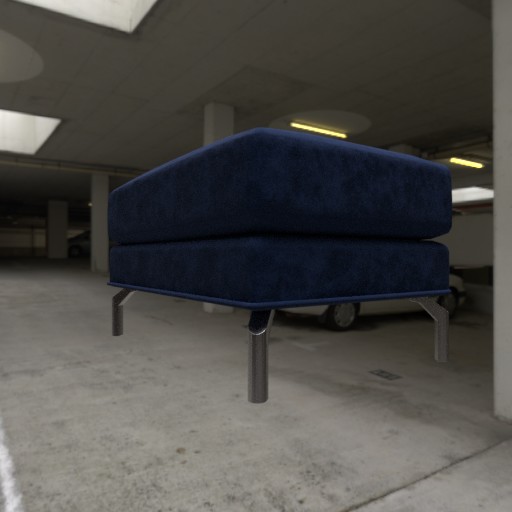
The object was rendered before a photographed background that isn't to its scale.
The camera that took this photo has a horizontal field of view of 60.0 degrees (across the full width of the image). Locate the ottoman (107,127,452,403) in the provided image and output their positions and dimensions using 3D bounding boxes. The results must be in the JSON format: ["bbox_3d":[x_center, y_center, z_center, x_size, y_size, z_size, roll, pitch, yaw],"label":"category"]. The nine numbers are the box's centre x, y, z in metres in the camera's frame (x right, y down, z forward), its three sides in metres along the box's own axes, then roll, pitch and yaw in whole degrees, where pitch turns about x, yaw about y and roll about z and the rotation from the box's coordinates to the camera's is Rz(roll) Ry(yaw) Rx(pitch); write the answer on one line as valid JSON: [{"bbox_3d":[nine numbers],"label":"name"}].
[{"bbox_3d":[0.000,0.000,1.224,0.587,0.498,0.835,0,0,-35],"label":"ottoman"}]
